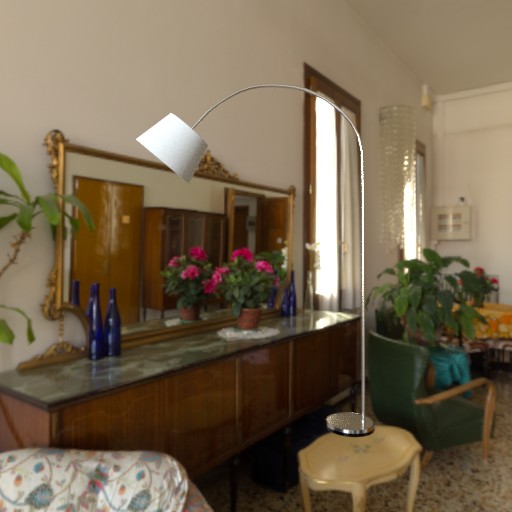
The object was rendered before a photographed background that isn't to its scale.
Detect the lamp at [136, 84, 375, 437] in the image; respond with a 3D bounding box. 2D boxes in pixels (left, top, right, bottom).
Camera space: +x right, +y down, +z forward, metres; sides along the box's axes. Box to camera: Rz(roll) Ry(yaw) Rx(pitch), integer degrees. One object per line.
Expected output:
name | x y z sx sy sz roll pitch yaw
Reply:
lamp | 0.000 0.000 2.711 1.445 2.098 0.406 0 0 0
